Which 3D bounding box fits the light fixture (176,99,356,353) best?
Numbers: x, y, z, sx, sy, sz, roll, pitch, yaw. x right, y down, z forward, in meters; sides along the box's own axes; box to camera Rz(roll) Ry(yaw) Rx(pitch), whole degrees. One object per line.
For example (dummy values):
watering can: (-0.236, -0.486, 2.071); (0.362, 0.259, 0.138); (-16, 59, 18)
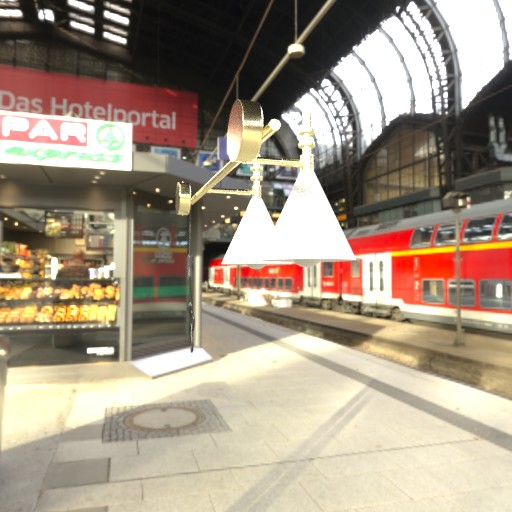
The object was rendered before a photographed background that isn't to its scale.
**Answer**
light fixture: (0.000, 0.000, 0.867); (0.239, 0.468, 0.642); (1, -3, -18)
